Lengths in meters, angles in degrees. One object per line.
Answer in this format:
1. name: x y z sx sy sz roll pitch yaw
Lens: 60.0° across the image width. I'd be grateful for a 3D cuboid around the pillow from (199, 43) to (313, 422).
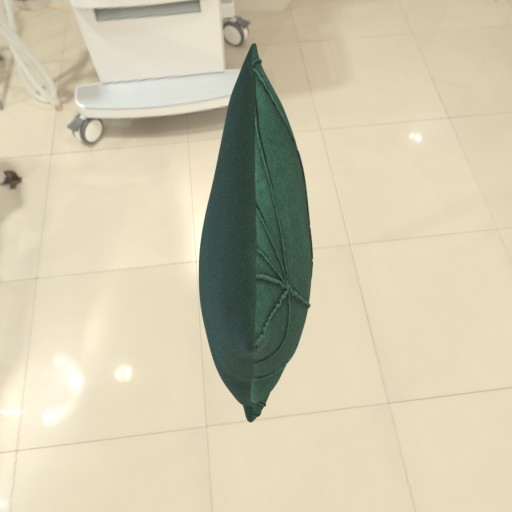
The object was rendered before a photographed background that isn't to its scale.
1. pillow: 0.000 0.000 0.692 0.184 0.440 0.439 0 63 0
